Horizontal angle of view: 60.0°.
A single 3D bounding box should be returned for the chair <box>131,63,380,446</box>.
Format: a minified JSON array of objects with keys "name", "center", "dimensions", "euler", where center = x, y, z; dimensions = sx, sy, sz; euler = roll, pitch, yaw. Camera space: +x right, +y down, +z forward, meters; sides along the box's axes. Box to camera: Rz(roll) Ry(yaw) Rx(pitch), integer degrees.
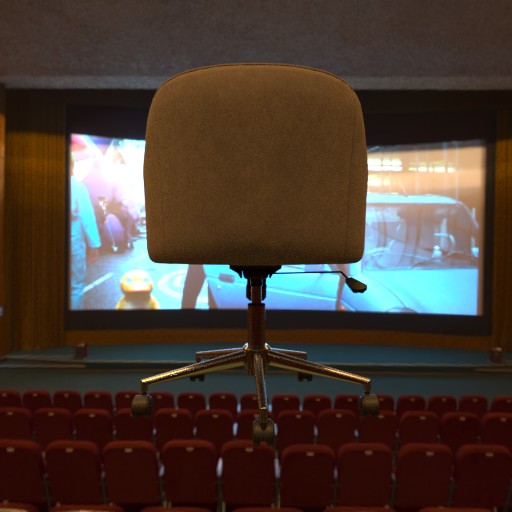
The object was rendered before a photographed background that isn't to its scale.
[{"name":"chair","center":[0.000,0.000,1.227],"dimensions":[0.635,0.831,0.573],"euler":[0,0,0]}]
